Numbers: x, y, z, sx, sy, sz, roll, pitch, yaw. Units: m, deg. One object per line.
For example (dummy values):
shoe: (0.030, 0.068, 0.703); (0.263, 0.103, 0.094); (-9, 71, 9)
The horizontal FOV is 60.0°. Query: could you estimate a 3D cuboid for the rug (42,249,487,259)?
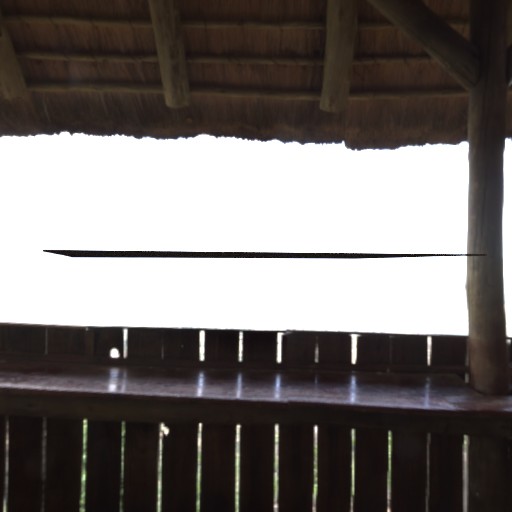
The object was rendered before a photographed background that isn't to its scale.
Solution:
rug: (0.000, 0.000, 3.010); (2.435, 0.011, 1.517); (0, -1, -18)
